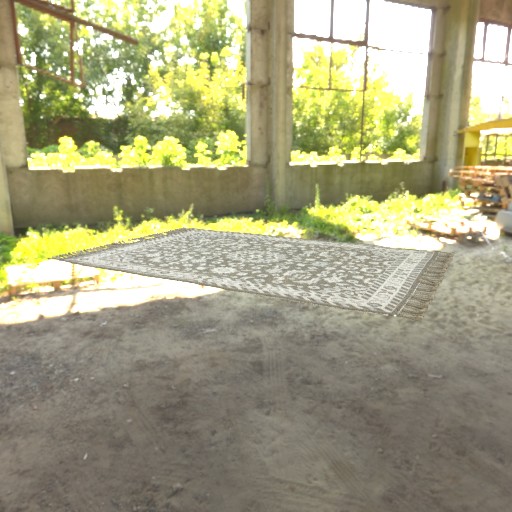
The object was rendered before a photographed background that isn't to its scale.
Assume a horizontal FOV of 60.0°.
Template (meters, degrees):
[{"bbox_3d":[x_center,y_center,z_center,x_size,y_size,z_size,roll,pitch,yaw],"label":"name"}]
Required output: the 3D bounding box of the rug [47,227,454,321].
[{"bbox_3d":[0.000,0.000,3.088,2.431,0.025,1.530,7,15,28],"label":"rug"}]
